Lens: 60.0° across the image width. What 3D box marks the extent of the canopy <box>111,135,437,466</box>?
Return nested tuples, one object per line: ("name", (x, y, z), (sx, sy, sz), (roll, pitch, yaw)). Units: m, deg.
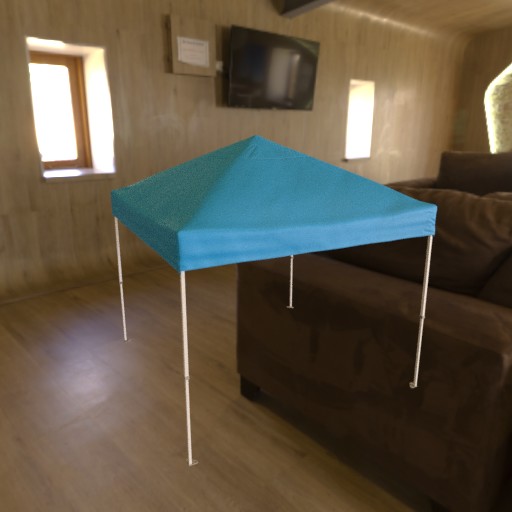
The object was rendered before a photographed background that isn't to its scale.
("canopy", (0.000, 0.000, 5.692), (2.996, 2.997, 2.998), (-8, 17, -26))
